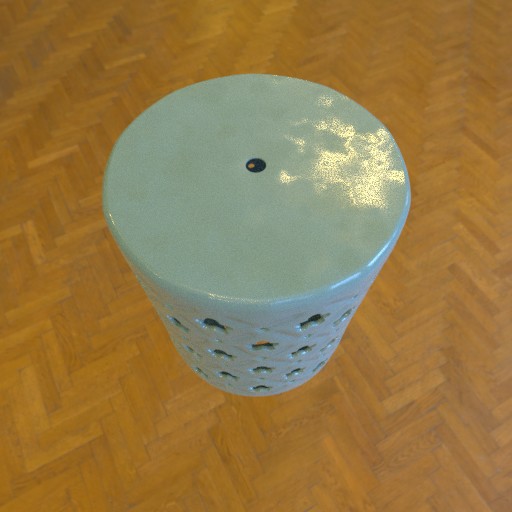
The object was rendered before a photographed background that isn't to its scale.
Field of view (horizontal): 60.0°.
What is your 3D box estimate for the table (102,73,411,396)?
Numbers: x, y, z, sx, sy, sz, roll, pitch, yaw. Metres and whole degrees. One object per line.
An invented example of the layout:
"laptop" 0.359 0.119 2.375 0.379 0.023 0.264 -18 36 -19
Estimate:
"table" 0.000 0.000 0.664 0.352 0.387 0.352 0 58 0
